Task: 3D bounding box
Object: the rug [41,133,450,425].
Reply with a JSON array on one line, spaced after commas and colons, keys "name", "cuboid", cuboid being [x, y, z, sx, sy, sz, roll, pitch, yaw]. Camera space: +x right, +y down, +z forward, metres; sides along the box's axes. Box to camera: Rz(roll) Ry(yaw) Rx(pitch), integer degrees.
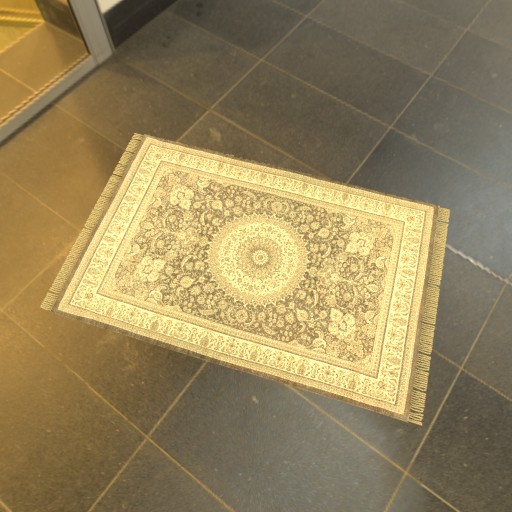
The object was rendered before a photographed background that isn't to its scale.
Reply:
[{"name": "rug", "cuboid": [0.000, 0.000, 4.210, 3.422, 0.015, 2.143, 15, 65, 7]}]
